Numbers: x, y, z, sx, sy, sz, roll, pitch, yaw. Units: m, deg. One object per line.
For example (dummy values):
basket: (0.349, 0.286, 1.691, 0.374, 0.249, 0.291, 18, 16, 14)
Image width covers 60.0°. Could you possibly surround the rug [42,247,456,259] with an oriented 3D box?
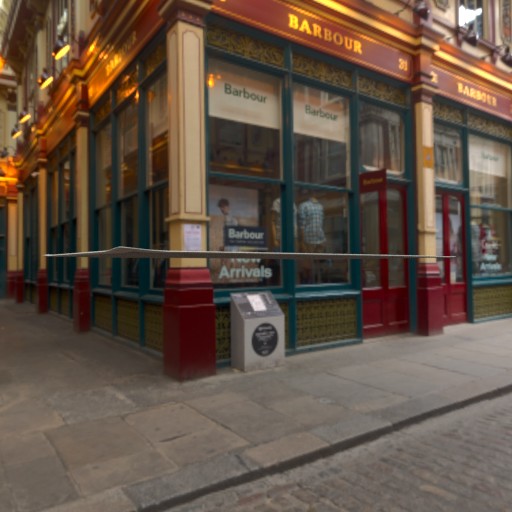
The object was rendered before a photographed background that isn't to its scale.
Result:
rug: (0.000, 0.000, 3.052, 2.434, 0.023, 1.518, 1, -1, -36)
